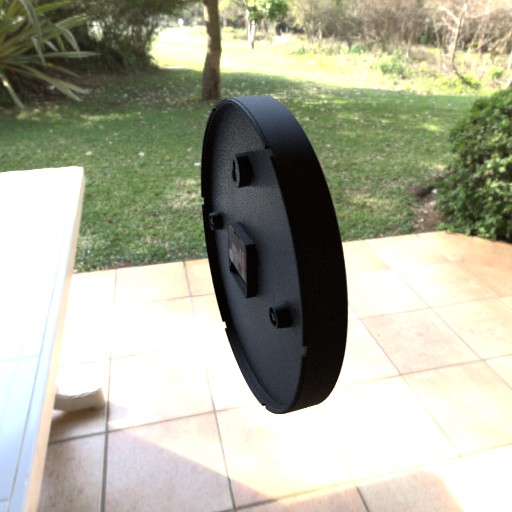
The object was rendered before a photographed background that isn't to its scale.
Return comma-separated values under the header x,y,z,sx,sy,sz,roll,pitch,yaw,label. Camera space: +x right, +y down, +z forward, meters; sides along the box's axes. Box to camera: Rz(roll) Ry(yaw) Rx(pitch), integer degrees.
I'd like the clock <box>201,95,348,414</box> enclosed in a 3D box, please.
x,y,z,sx,sy,sz,roll,pitch,yaw,label
0.000,0.000,0.431,0.040,0.293,0.293,-10,31,-17,clock
